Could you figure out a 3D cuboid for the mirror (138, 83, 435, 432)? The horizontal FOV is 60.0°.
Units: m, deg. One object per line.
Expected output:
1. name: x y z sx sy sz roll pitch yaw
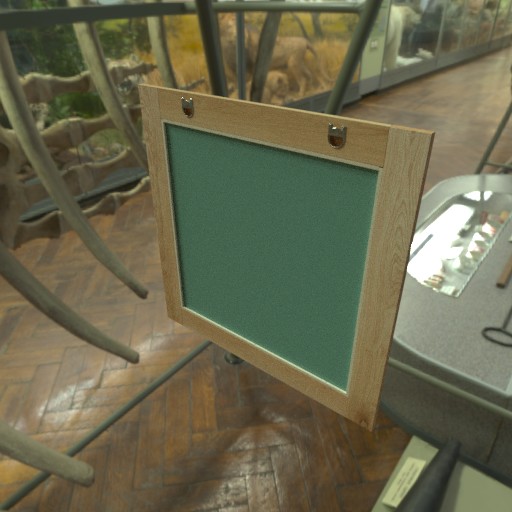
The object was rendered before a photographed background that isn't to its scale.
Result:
1. mirror: 0.000 0.000 1.202 0.800 0.800 0.020 22 37 32
